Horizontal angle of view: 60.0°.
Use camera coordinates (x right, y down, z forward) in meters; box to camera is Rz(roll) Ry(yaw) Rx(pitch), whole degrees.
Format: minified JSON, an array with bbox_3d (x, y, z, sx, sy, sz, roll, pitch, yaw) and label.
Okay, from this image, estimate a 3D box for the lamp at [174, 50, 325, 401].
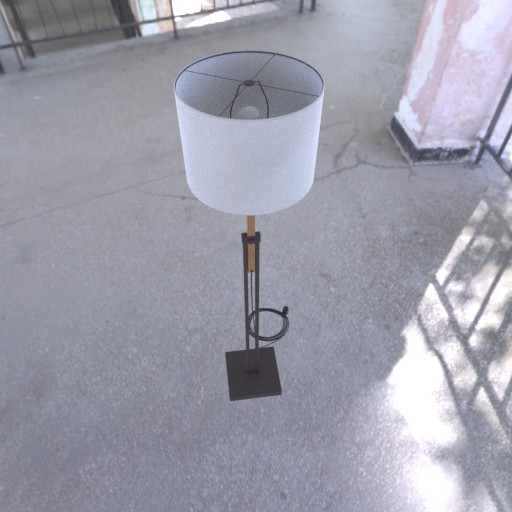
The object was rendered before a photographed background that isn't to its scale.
[{"bbox_3d":[0.000,0.000,1.886,0.474,1.650,0.639,-6,47,-5],"label":"lamp"}]
